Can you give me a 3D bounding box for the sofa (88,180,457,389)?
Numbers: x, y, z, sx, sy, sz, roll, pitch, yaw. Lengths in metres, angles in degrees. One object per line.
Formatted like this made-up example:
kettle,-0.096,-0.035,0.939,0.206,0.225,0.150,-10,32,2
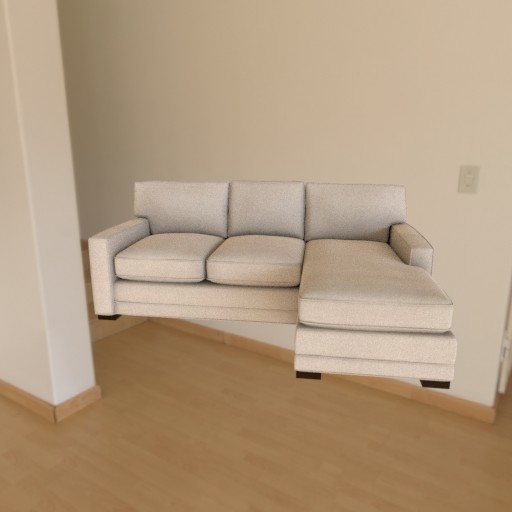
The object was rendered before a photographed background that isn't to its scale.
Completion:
sofa,0.000,0.000,2.825,2.087,0.861,1.496,2,14,8
